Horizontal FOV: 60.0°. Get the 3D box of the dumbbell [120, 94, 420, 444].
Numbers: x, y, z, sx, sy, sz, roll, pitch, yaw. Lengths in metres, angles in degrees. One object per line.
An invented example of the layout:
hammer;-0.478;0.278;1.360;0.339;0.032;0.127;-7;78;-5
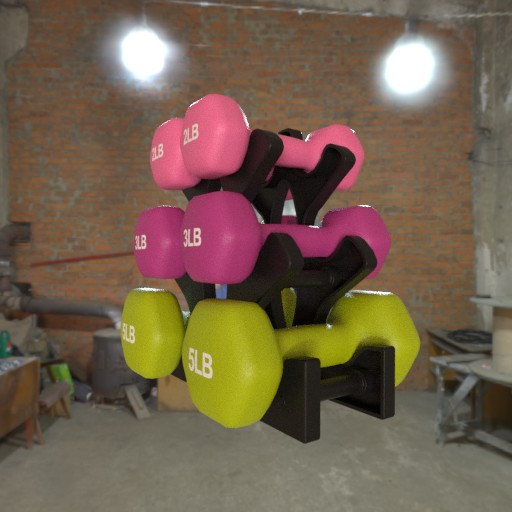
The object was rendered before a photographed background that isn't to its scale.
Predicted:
dumbbell;0.000;0.000;0.436;0.203;0.261;0.257;0;-1;-35
